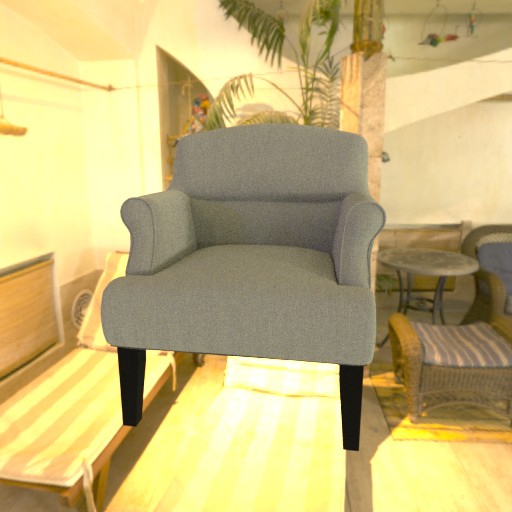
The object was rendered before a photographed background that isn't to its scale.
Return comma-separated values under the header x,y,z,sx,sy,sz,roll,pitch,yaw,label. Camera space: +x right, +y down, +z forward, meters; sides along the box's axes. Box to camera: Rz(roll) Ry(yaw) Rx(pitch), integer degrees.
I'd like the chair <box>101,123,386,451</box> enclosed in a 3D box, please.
x,y,z,sx,sy,sz,roll,pitch,yaw,label
0.000,0.000,1.451,0.772,0.880,0.755,2,13,10,chair
